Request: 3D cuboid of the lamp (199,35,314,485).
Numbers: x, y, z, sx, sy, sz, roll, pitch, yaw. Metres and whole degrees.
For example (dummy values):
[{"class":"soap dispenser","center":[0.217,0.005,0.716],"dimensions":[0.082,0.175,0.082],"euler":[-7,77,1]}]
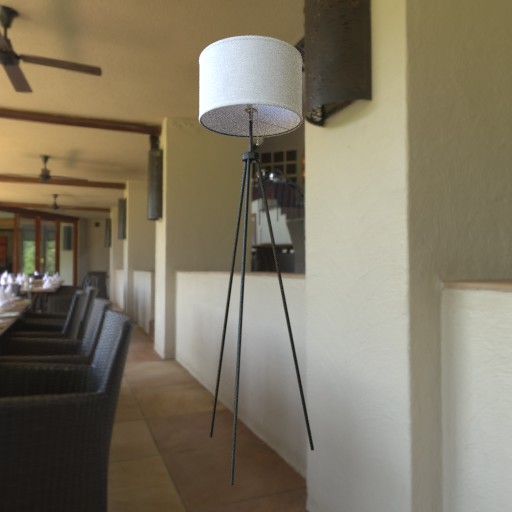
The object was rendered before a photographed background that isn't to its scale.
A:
[{"class":"lamp","center":[0.000,0.000,1.760],"dimensions":[0.458,1.545,0.448],"euler":[1,-2,-19]}]
